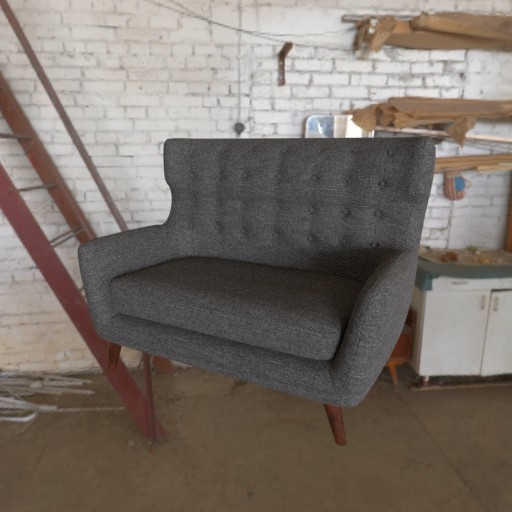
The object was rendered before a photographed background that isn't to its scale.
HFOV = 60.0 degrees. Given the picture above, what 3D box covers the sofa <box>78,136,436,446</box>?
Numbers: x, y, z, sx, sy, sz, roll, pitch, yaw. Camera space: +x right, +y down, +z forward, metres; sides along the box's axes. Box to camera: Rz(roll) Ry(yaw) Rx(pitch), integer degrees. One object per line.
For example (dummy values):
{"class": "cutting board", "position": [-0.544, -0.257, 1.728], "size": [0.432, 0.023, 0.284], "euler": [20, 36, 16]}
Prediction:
{"class": "sofa", "position": [0.000, 0.000, 1.976], "size": [1.358, 1.028, 0.874], "euler": [8, 16, 28]}
